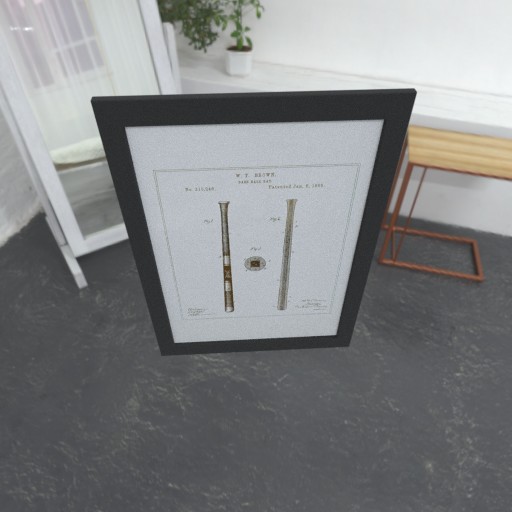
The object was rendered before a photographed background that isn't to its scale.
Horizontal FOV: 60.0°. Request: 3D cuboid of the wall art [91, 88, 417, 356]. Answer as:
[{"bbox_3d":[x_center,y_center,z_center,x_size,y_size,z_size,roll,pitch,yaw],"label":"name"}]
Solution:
[{"bbox_3d":[0.000,0.000,0.697,0.374,0.529,0.012,-2,45,-2],"label":"wall art"}]
